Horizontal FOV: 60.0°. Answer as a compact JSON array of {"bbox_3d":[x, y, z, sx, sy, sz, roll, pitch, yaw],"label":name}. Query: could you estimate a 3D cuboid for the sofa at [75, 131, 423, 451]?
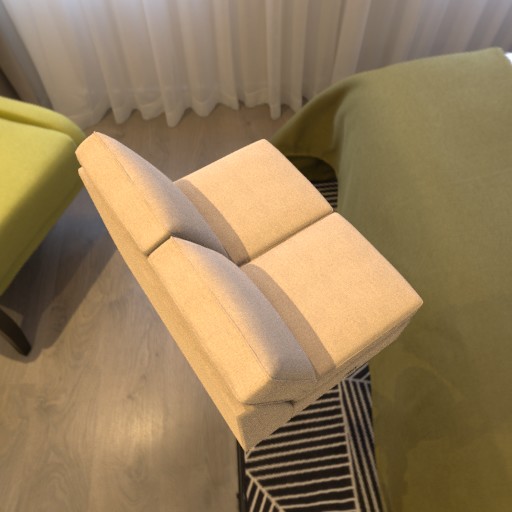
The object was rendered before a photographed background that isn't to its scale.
[{"bbox_3d":[0.000,0.000,2.018,0.978,1.006,1.232,-31,64,-17],"label":"sofa"}]
